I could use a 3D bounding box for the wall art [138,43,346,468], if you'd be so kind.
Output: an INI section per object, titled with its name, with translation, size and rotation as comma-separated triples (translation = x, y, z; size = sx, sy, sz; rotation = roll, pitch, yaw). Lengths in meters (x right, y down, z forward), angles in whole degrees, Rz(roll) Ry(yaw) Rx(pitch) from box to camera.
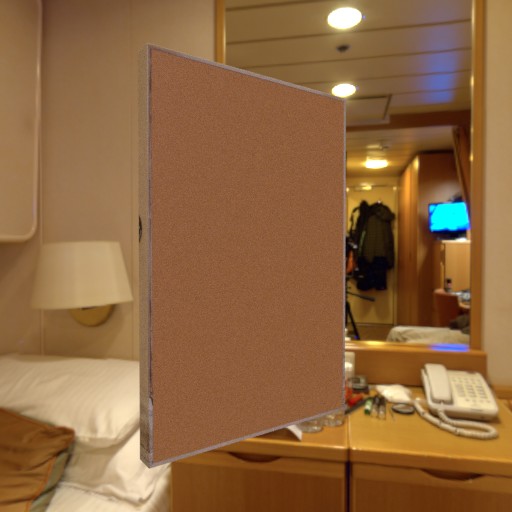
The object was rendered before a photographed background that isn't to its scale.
[wall art]
translation = 0.000, 0.000, 0.763
size = 0.403, 0.607, 0.036
rotation = -1, 1, -36
